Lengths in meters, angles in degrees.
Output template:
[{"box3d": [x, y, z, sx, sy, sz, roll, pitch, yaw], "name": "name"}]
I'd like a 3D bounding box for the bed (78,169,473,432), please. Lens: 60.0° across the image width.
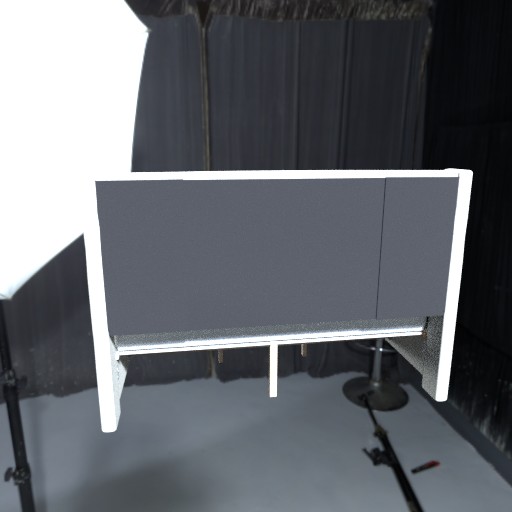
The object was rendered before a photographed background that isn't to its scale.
[{"box3d": [0.000, 0.000, 3.608, 2.140, 1.470, 2.280, -2, 14, -9], "name": "bed"}]
